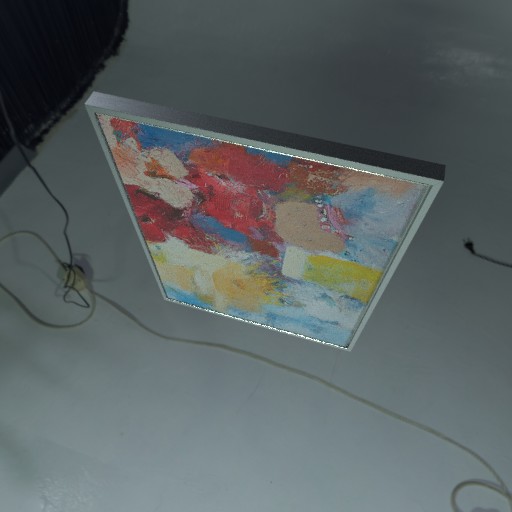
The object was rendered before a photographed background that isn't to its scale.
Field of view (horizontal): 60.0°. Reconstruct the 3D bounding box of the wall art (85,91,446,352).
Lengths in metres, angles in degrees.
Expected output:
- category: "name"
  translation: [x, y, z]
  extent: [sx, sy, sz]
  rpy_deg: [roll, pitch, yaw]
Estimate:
- category: "wall art"
  translation: [0.000, 0.000, 0.775]
  extent: [0.444, 0.569, 0.025]
  rpy_deg: [14, 60, 8]
